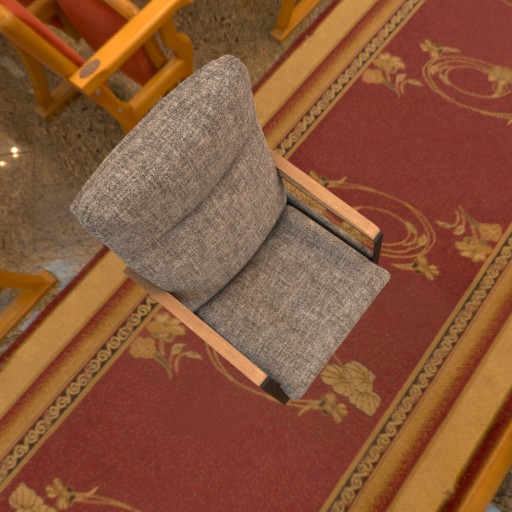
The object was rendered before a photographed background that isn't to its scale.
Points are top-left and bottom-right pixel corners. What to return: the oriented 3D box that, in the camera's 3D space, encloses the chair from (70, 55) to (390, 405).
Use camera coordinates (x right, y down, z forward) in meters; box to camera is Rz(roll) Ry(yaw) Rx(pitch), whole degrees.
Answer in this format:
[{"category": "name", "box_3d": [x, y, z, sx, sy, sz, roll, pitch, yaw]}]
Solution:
[{"category": "chair", "box_3d": [0.000, 0.000, 1.557, 0.868, 1.042, 0.671, 38, 78, 9]}]
